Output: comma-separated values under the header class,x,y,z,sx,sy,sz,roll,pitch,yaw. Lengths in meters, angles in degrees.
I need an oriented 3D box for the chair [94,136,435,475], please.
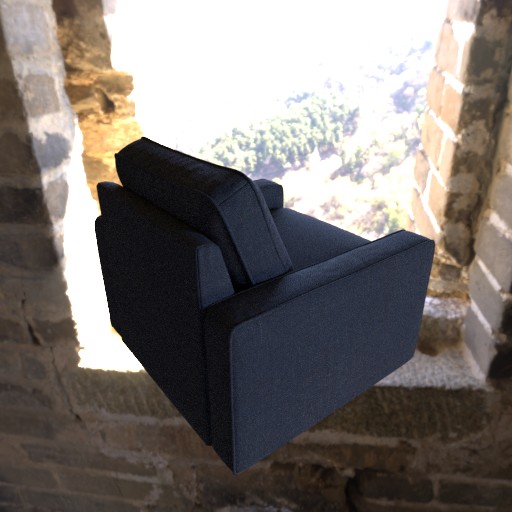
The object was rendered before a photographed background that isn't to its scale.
class,x,y,z,sx,sy,sz,roll,pitch,yaw
chair,0.000,0.000,1.761,0.940,0.919,1.017,-19,32,-33
